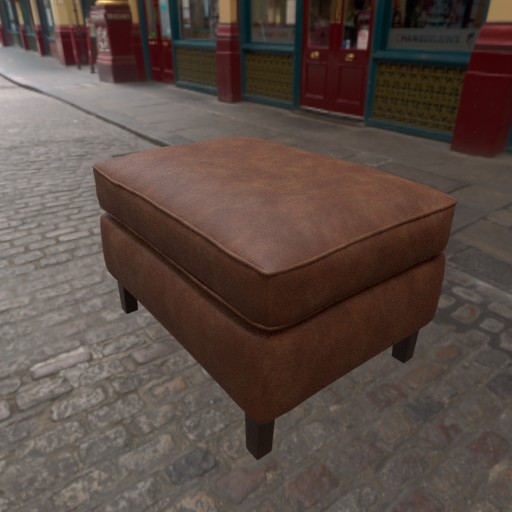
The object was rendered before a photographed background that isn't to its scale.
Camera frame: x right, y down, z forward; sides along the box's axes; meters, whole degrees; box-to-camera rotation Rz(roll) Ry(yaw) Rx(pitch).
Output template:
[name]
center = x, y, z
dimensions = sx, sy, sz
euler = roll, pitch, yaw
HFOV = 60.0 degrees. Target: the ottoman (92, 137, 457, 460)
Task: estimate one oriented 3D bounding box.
[ottoman]
center = 0.000, 0.000, 0.983
dimensions = 0.501, 0.418, 0.665
euler = -19, 32, -33
